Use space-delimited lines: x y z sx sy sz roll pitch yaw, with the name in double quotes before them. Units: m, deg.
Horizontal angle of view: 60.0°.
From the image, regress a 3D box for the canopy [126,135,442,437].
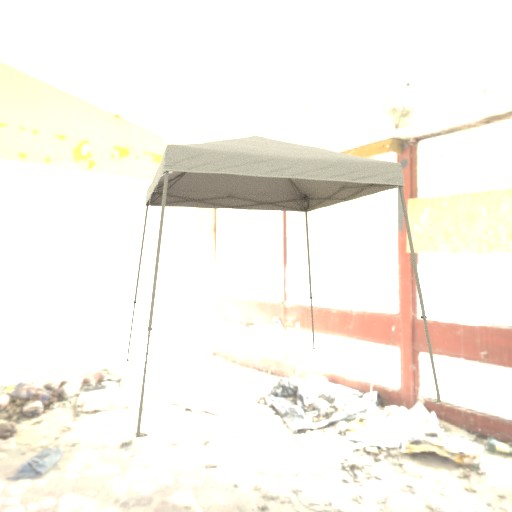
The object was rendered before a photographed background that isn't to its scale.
"canopy" 0.000 0.000 6.589 3.600 3.600 3.599 0 -1 -18
